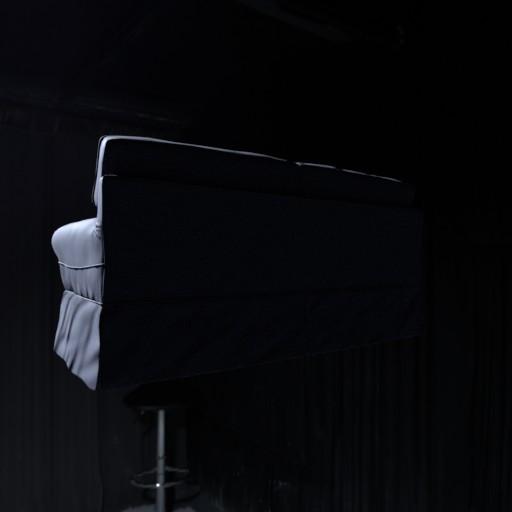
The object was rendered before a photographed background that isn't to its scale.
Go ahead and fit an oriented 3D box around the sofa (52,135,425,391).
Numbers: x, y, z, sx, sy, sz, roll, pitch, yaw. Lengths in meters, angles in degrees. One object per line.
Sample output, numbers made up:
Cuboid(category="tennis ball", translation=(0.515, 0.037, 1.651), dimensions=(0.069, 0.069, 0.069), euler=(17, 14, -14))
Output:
Cuboid(category="sofa", translation=(0.000, 0.000, 2.794), dimensions=(2.256, 1.094, 0.983), euler=(0, 0, -36))
